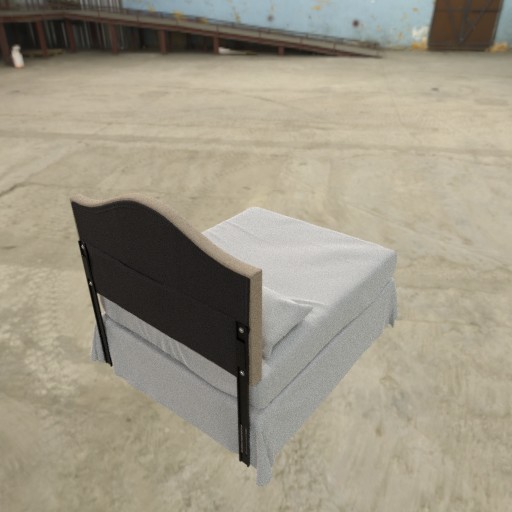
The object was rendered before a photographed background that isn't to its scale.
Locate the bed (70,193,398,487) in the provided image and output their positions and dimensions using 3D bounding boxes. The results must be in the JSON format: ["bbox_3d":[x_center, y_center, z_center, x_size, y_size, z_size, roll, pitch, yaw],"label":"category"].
[{"bbox_3d":[0.000,0.000,3.555,1.876,1.645,2.221,22,36,33],"label":"bed"}]
